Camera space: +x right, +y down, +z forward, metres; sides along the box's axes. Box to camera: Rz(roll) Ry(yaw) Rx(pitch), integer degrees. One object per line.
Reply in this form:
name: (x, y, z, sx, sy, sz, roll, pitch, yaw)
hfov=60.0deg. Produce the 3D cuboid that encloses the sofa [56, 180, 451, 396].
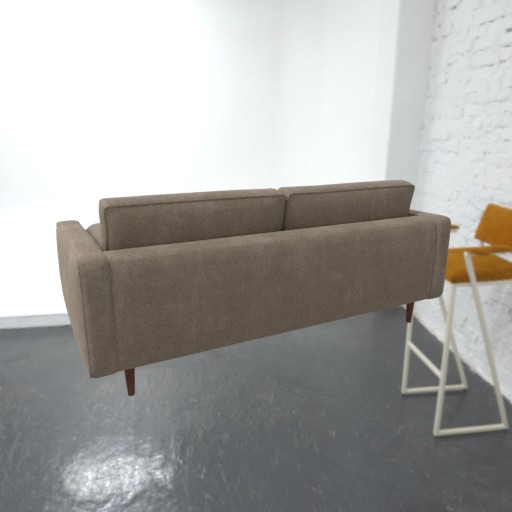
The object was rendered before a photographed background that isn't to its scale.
sofa: (0.000, 0.000, 2.331, 1.883, 0.769, 0.920, -8, 17, -27)
